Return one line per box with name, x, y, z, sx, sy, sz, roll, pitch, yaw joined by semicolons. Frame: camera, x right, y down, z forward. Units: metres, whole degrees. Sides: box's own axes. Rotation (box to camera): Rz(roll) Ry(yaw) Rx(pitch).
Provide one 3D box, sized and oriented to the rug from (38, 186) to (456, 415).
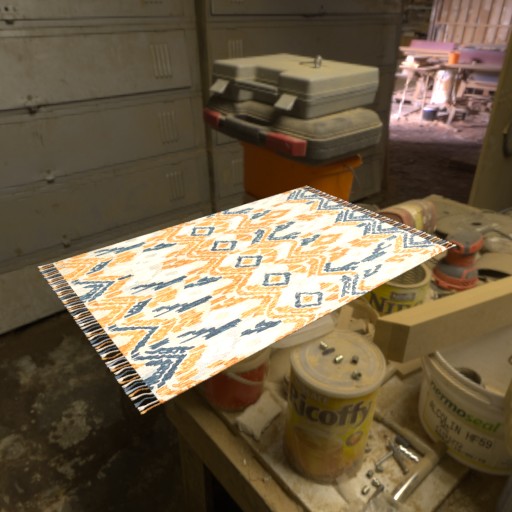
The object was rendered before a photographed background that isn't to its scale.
rug;0.000;0.000;3.017;2.428;0.010;1.533;-21;36;-33
